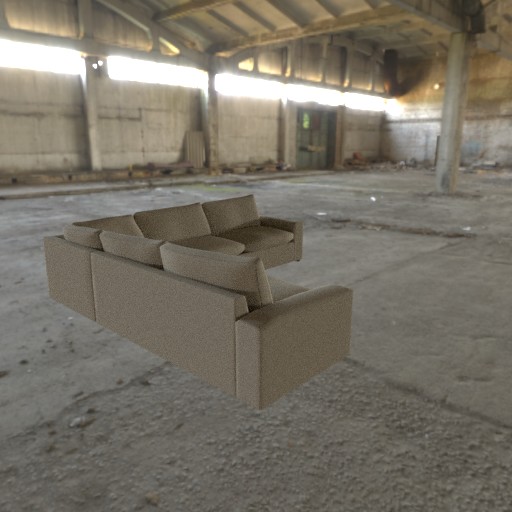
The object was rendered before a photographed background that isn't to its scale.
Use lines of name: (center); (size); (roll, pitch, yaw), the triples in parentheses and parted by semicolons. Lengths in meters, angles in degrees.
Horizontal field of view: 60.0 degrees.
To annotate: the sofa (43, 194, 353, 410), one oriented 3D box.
sofa: (0.000, 0.000, 4.756); (3.066, 0.918, 3.206); (13, 19, 41)
